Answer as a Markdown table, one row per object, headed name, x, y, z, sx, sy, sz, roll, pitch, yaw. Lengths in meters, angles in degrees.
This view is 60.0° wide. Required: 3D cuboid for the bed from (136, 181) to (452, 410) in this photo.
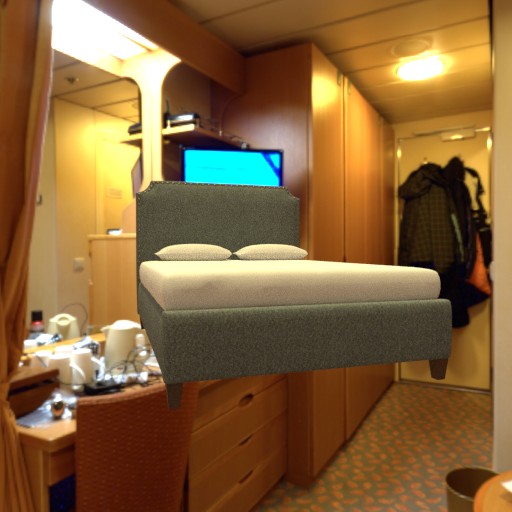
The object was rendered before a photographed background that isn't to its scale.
| name | x | y | z | sx | sy | sz | roll | pitch | yaw |
| --- | --- | --- | --- | --- | --- | --- | --- | --- | --- |
| bed | 0.000 | 0.000 | 3.475 | 1.712 | 1.443 | 2.372 | 0 | 1 | -18 |
